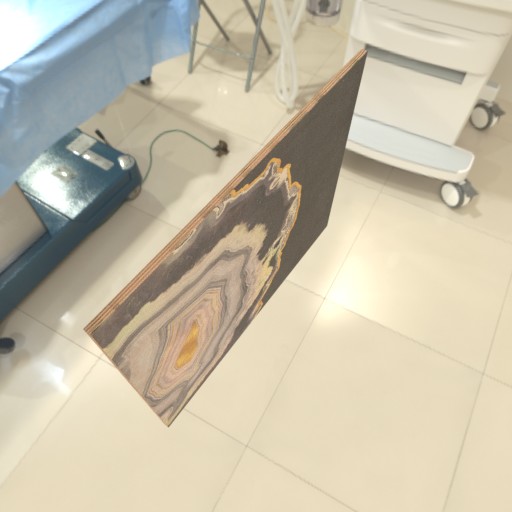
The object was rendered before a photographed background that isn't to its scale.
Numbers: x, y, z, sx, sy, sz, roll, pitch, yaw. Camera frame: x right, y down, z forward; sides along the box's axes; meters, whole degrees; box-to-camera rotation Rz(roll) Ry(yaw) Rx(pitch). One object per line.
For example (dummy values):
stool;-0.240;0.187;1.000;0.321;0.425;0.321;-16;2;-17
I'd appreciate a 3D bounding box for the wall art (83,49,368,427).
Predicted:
wall art;0.000;0.000;0.672;0.010;0.408;0.508;32;63;18
